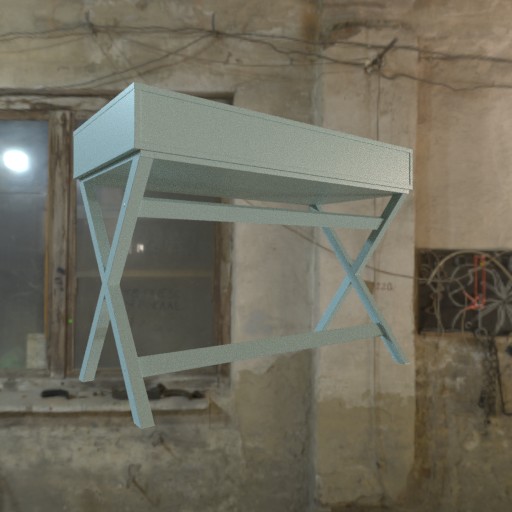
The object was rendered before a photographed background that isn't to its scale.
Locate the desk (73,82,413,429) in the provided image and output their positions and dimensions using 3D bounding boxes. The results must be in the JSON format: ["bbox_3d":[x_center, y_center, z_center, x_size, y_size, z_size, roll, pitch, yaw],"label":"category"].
[{"bbox_3d":[0.000,0.000,1.509,1.059,0.780,0.509,0,0,-37],"label":"desk"}]
